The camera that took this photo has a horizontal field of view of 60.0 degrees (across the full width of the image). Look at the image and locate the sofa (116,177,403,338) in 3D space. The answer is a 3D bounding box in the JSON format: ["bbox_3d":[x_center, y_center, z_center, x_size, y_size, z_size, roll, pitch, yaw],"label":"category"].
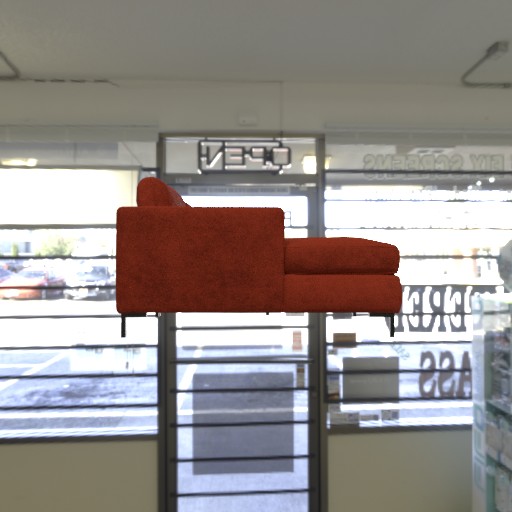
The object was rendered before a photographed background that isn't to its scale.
[{"bbox_3d":[0.000,0.000,2.943,1.136,0.663,2.467,0,0,-1],"label":"sofa"}]
